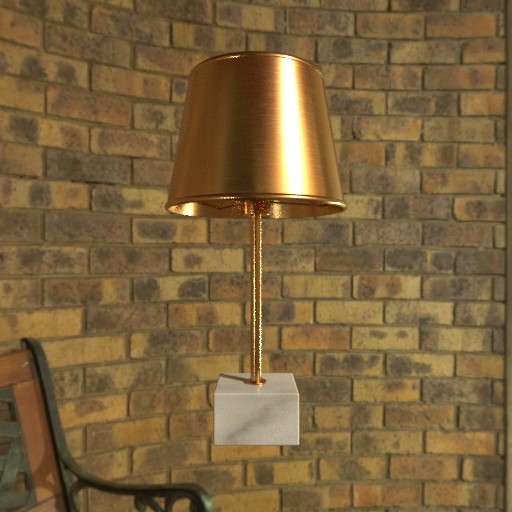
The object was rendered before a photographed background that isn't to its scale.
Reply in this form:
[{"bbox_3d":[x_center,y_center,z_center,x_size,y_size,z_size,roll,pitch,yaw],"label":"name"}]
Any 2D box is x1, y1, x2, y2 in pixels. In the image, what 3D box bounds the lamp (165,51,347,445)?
[{"bbox_3d":[0.000,0.000,0.516,0.208,0.406,0.208,0,0,0],"label":"lamp"}]
